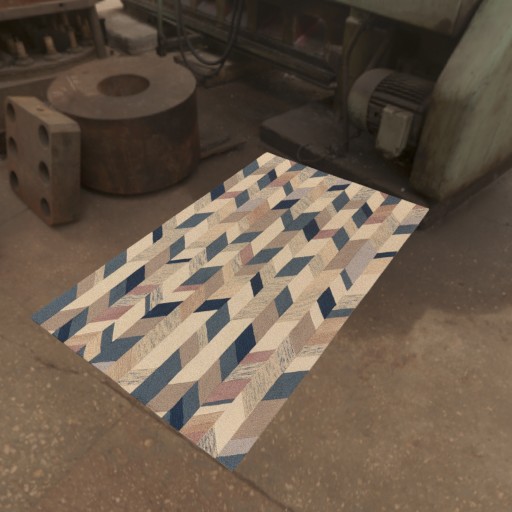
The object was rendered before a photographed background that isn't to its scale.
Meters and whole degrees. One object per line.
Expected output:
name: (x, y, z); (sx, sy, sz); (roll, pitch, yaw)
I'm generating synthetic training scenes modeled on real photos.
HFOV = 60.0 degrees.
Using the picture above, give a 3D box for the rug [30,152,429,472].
rug: (0.000, 0.000, 2.981); (1.513, 0.008, 2.423); (26, 48, 26)
